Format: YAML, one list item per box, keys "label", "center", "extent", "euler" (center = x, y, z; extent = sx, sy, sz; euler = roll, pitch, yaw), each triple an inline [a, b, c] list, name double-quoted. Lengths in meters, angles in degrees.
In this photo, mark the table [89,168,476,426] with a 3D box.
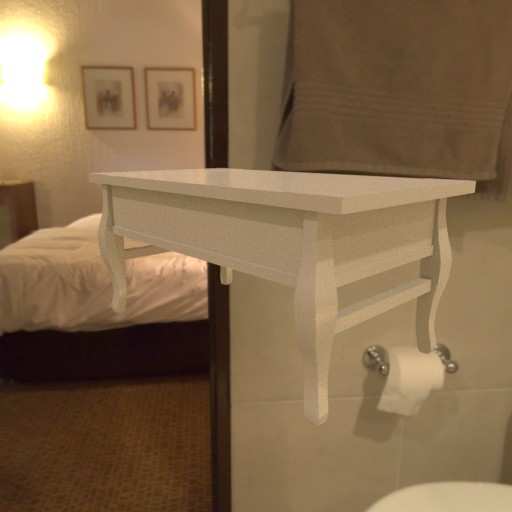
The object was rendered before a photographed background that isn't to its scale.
- label: "table"
  center: [0.000, 0.000, 1.400]
  extent: [0.600, 0.495, 1.062]
  euler: [-12, 18, -42]
